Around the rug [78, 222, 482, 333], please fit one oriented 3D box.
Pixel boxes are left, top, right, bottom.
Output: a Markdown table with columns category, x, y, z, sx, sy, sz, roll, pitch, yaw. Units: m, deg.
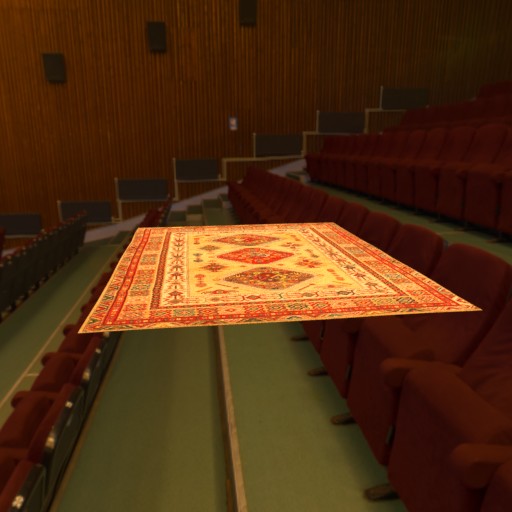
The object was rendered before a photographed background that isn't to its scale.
| category | x | y | z | sx | sy | sz | roll | pitch | yaw |
| --- | --- | --- | --- | --- | --- | --- | --- | --- | --- |
| rug | 0.000 | 0.000 | 4.101 | 2.460 | 0.005 | 3.067 | -2 | 15 | -8 |
